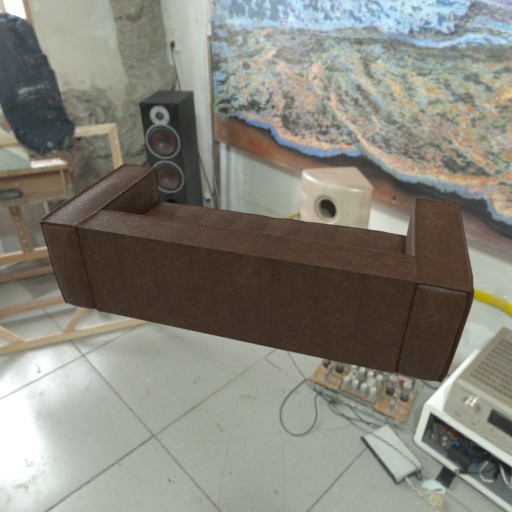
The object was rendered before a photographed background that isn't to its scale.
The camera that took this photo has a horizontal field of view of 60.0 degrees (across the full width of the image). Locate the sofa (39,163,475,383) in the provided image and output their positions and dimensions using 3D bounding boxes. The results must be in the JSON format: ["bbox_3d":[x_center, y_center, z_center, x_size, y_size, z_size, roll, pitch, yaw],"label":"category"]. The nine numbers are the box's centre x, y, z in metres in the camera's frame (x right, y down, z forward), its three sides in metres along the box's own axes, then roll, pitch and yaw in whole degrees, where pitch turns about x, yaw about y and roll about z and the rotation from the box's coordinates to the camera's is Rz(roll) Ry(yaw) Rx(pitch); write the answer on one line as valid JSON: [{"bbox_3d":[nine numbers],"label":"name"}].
[{"bbox_3d":[0.000,0.000,3.043,2.581,0.701,1.102,9,34,14],"label":"sofa"}]
